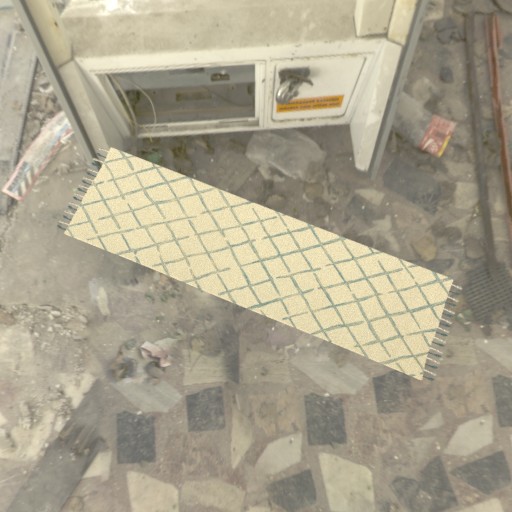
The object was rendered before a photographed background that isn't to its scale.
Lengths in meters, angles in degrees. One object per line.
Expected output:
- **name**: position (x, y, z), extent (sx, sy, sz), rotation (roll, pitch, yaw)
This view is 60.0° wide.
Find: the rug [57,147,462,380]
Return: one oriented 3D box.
- **rug**: position (0.000, 0.000, 2.630), extent (2.372, 0.008, 0.620), rotation (22, 77, 5)
